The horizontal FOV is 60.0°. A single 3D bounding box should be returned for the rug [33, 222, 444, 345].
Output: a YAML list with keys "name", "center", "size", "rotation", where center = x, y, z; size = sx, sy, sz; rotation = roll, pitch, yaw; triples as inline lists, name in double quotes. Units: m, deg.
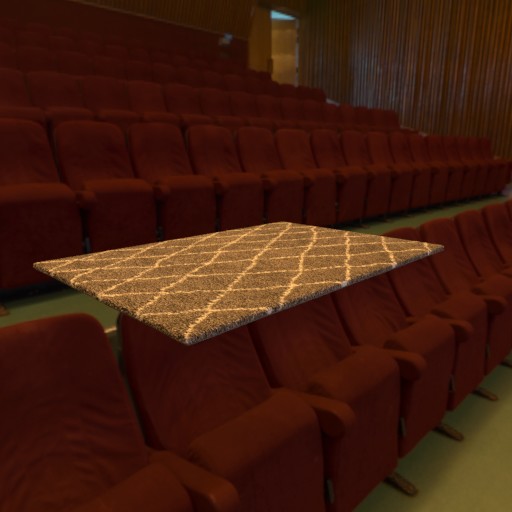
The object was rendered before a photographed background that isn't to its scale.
- name: "rug"
  center: [0.000, 0.000, 2.291]
  size: [1.219, 0.030, 1.778]
  rotation: [13, 19, 43]
